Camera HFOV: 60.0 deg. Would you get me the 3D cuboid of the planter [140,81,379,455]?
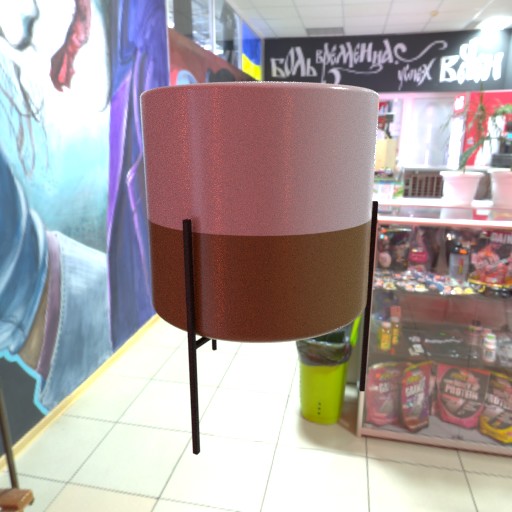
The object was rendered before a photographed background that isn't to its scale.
[{"bbox_3d":[0.000,0.000,0.629,0.310,0.432,0.310,14,21,43],"label":"planter"}]
